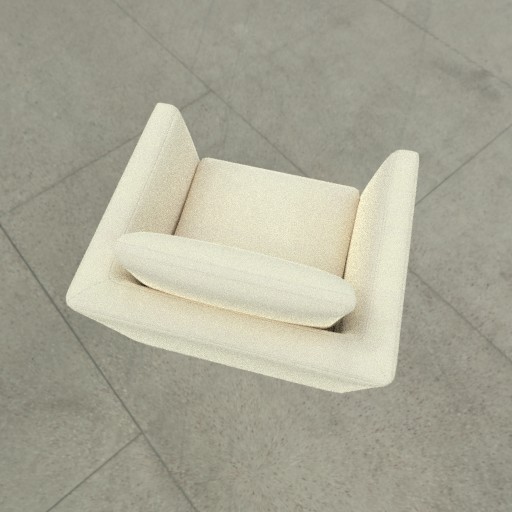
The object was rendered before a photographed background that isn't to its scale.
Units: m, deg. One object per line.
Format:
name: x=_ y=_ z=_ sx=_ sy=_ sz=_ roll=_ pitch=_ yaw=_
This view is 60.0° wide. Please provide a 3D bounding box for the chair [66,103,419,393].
chair: x=0.000 y=0.000 z=1.727 sx=1.041 sy=0.865 sz=0.889 roll=13 pitch=64 yaw=6
